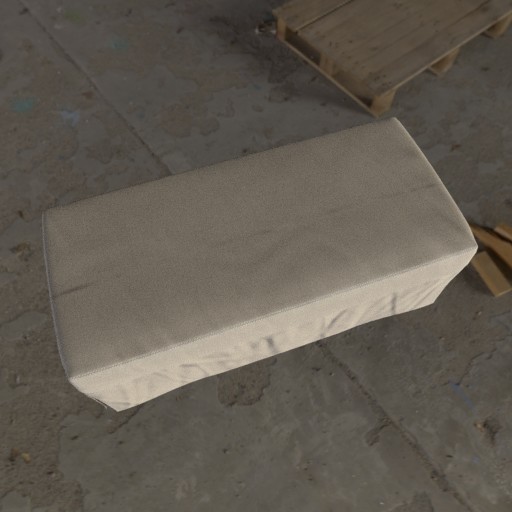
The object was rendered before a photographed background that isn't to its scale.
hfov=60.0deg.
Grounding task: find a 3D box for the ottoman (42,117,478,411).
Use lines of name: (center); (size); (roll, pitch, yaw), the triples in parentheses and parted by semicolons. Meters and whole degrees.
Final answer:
ottoman: (0.000, 0.000, 1.655); (1.388, 0.457, 0.665); (-17, 64, -9)
